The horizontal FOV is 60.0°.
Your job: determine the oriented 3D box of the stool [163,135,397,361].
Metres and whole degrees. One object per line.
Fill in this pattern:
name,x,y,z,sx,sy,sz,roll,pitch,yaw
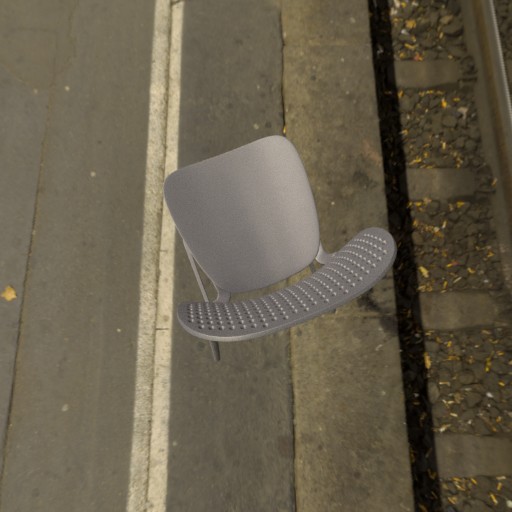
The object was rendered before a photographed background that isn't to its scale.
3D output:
stool,0.000,0.000,1.357,0.536,1.045,0.535,-22,77,-5
